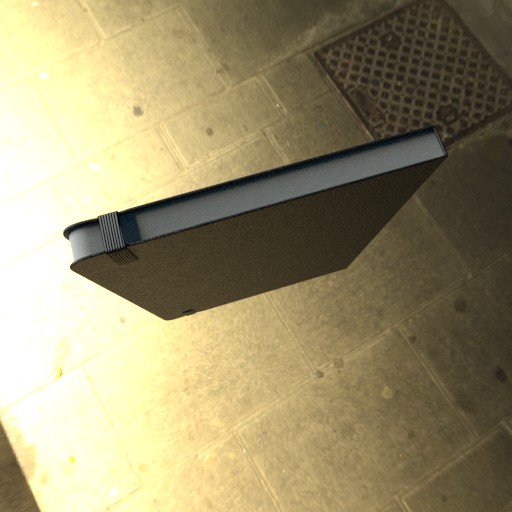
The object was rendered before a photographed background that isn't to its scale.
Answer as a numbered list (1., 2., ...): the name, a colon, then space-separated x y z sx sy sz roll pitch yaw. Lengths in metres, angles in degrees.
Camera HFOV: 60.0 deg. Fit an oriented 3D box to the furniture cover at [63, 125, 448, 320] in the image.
1. furniture cover: 0.000 0.000 0.375 0.216 0.281 0.023 -16 76 -4
